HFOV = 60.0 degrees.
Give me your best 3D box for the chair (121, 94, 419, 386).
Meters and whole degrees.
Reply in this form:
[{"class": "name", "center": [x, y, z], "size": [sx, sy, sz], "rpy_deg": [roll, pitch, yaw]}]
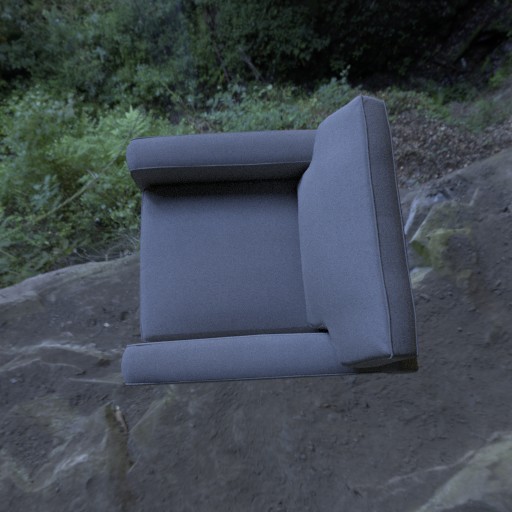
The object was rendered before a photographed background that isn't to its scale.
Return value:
[{"class": "chair", "center": [0.000, 0.000, 1.851], "size": [1.044, 0.934, 0.999], "rpy_deg": [-3, 76, -1]}]
